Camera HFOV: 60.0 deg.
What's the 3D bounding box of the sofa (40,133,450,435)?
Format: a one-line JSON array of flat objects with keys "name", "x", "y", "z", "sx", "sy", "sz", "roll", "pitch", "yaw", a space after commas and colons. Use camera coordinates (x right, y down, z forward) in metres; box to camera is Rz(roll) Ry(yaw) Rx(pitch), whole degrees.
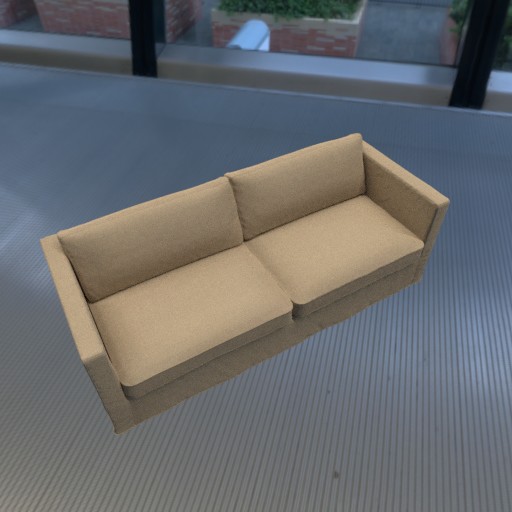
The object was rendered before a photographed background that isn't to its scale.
[{"name": "sofa", "x": 0.000, "y": 0.000, "z": 2.807, "sx": 2.312, "sy": 0.853, "sz": 0.962, "roll": -22, "pitch": 49, "yaw": -21}]
